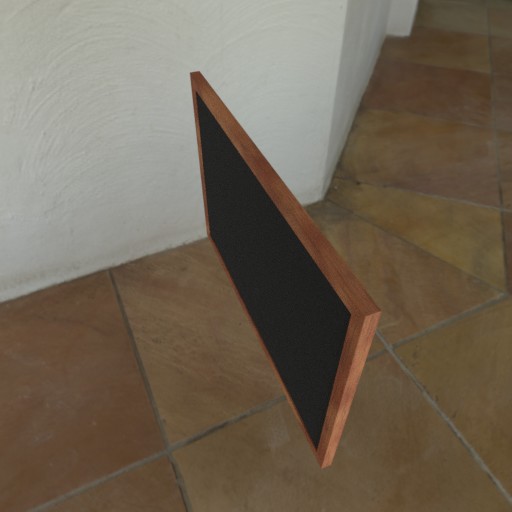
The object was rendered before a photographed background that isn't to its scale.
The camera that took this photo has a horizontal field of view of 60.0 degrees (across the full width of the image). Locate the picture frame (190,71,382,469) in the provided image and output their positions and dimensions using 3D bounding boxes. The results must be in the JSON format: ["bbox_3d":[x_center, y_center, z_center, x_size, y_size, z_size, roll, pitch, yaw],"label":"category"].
[{"bbox_3d":[0.000,0.000,1.212,0.029,0.640,0.950,-16,48,-15],"label":"picture frame"}]
